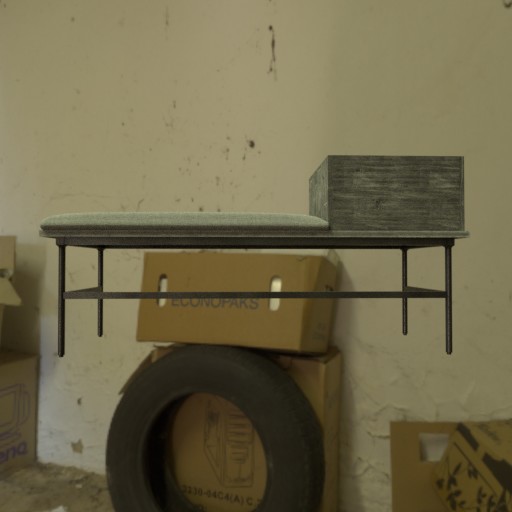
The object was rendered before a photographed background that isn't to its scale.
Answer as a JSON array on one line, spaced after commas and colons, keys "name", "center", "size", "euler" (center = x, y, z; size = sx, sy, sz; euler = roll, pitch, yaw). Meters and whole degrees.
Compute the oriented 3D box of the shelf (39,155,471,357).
[{"name": "shelf", "center": [0.000, 0.000, 1.590], "size": [1.342, 0.633, 0.457], "euler": [0, -1, -2]}]
